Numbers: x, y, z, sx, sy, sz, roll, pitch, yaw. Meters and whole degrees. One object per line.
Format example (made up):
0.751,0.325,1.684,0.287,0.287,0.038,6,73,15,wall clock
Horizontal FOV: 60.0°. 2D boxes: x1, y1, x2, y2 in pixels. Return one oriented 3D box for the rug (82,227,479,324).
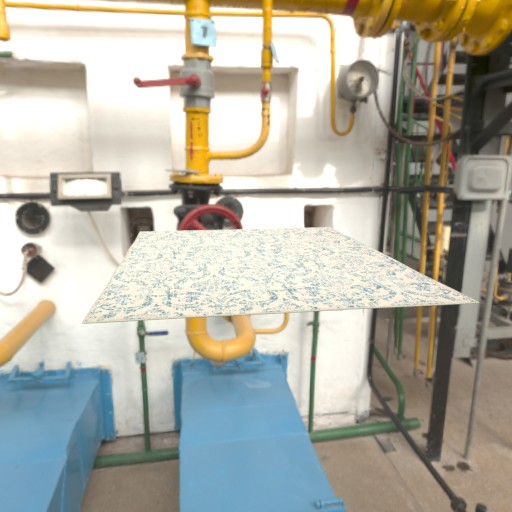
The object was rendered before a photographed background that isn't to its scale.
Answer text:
0.000,0.000,4.019,2.363,0.012,2.980,-2,13,-8,rug
